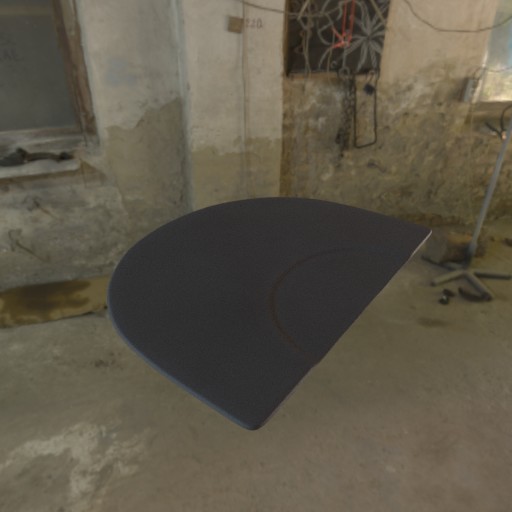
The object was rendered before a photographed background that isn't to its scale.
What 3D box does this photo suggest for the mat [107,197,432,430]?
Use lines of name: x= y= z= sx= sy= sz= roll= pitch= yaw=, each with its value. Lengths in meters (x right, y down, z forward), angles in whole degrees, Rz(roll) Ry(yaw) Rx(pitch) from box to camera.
mat: x=0.000 y=0.000 z=1.634 sx=0.917 sy=0.016 sz=1.220 roll=22 pitch=38 yaw=31
